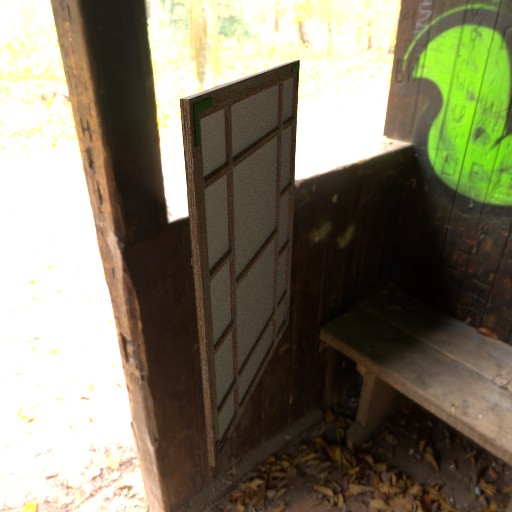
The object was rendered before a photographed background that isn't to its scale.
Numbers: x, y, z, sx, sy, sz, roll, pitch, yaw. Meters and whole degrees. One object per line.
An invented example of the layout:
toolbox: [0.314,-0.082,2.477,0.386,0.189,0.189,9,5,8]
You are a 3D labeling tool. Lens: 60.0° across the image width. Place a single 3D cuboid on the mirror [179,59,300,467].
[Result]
mirror: [0.000,0.000,1.300,0.025,0.996,0.705,11,31,18]
